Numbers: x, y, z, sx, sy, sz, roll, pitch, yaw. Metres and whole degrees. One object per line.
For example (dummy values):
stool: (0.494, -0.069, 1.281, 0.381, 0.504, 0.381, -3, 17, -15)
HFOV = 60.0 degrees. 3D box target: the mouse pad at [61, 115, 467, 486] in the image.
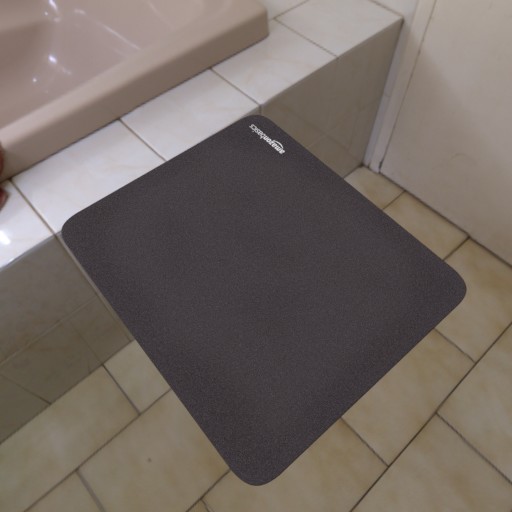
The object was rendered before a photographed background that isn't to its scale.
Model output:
mouse pad: (0.000, 0.000, 0.428, 0.269, 0.002, 0.315, -36, 65, -19)
